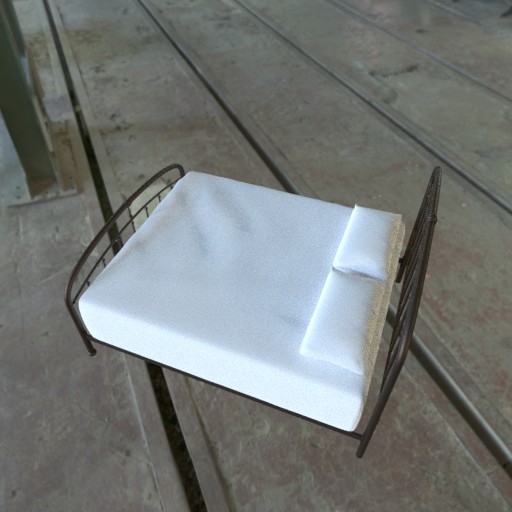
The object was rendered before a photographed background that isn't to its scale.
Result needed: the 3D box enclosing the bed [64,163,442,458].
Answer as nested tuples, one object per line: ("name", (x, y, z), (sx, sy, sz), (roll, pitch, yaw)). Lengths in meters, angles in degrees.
("bed", (0.000, 0.000, 3.247), (2.180, 1.425, 1.711), (16, 47, 15))
